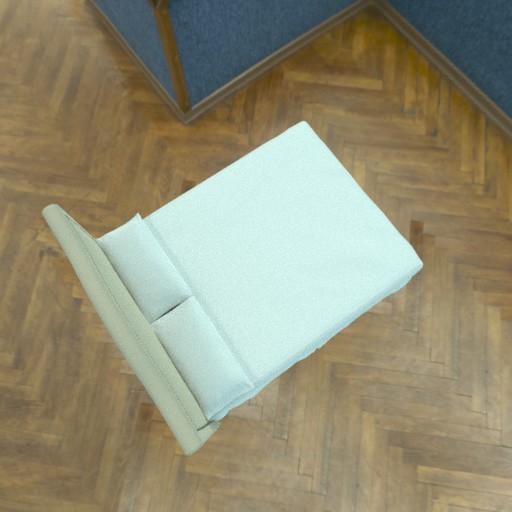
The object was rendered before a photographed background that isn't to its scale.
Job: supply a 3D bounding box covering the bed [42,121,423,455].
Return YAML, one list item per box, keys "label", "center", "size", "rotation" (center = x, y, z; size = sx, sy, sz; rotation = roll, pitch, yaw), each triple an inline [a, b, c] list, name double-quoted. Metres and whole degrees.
- label: "bed"
  center: [0.000, 0.000, 3.375]
  size: [2.143, 1.460, 1.753]
  rotation: [-34, 76, -9]
